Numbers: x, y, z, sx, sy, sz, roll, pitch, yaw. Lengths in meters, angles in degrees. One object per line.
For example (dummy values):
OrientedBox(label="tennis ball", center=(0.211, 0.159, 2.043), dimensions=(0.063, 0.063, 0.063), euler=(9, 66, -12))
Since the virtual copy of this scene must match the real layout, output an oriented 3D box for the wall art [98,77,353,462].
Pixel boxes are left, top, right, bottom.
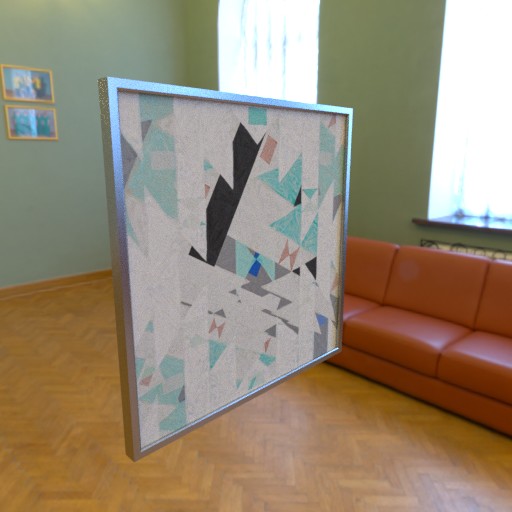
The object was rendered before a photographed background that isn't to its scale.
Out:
OrientedBox(label="wall art", center=(0.000, 0.000, 1.189), dimensions=(0.038, 0.806, 0.806), euler=(12, 18, 43))
